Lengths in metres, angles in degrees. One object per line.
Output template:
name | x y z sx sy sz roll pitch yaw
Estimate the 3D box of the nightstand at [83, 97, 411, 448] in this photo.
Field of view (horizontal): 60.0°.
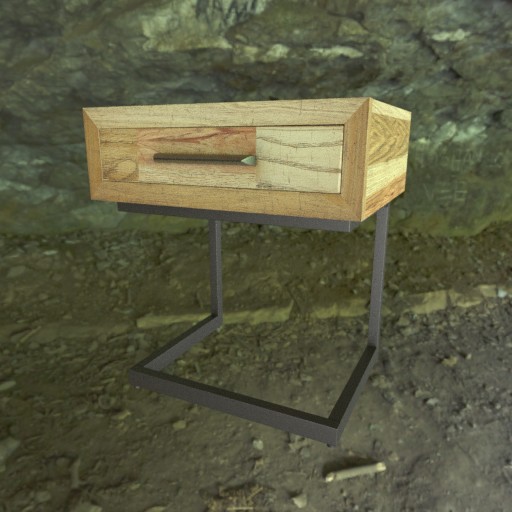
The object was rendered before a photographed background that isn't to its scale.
nightstand | 0.000 0.000 1.005 0.558 0.632 0.481 7 17 25
